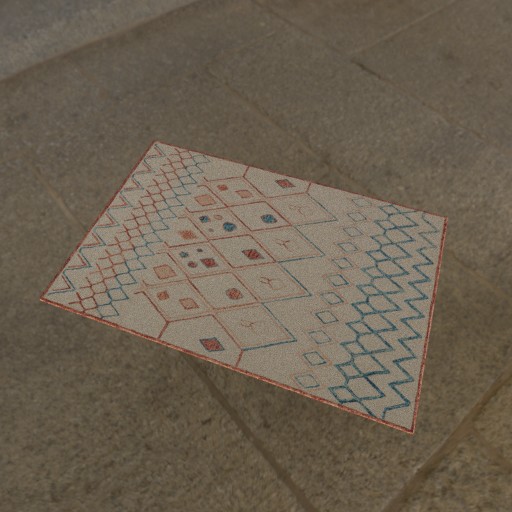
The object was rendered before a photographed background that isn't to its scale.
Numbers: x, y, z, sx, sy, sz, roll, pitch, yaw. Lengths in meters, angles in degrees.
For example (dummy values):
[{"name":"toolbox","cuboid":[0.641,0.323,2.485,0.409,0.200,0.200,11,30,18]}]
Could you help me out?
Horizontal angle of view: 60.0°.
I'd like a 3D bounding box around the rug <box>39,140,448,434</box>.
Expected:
[{"name":"rug","cuboid":[0.000,0.000,2.323,1.829,0.016,1.219,17,58,11]}]
